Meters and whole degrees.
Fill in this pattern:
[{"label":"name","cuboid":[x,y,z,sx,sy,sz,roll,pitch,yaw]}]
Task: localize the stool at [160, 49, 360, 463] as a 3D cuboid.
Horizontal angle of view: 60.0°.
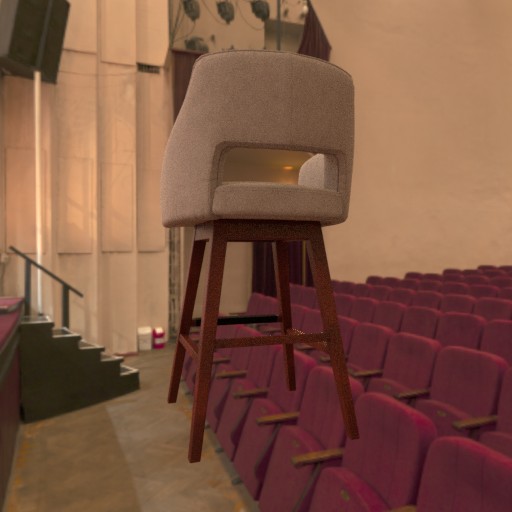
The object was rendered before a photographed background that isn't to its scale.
[{"label":"stool","cuboid":[0.000,0.000,1.348,0.548,1.012,0.558,0,0,-18]}]
